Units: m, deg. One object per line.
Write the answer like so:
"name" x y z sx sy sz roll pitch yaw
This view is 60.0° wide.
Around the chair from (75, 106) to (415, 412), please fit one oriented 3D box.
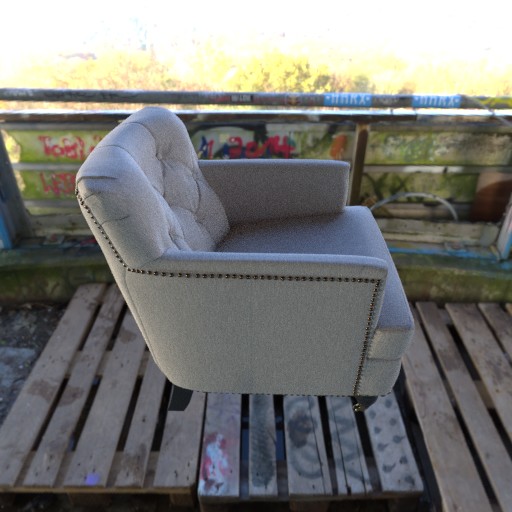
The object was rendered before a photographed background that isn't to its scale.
"chair" 0.000 0.000 1.481 0.902 0.823 0.737 1 33 2
